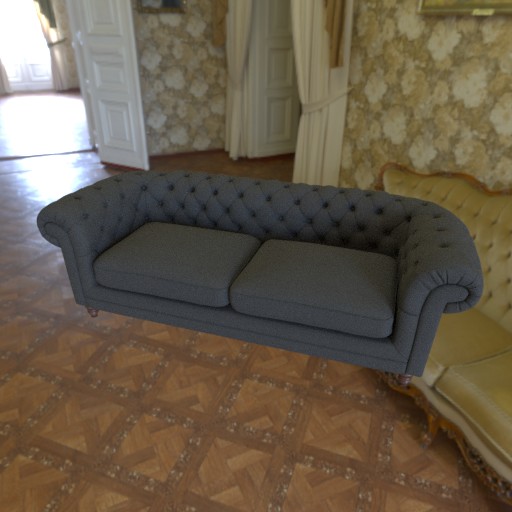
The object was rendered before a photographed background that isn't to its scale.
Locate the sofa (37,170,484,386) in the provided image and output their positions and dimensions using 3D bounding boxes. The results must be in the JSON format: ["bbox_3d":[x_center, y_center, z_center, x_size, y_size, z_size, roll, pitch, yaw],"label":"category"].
[{"bbox_3d":[0.000,0.000,2.711,2.362,0.762,0.991,9,29,16],"label":"sofa"}]
